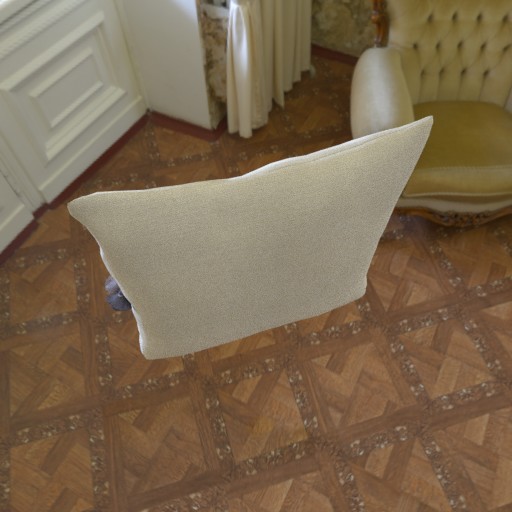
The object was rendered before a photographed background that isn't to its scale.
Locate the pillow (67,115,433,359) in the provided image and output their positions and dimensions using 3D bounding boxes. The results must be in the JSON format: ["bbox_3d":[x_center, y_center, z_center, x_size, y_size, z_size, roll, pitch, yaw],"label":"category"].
[{"bbox_3d":[0.000,0.000,0.739,0.489,0.481,0.165,-15,58,-10],"label":"pillow"}]
